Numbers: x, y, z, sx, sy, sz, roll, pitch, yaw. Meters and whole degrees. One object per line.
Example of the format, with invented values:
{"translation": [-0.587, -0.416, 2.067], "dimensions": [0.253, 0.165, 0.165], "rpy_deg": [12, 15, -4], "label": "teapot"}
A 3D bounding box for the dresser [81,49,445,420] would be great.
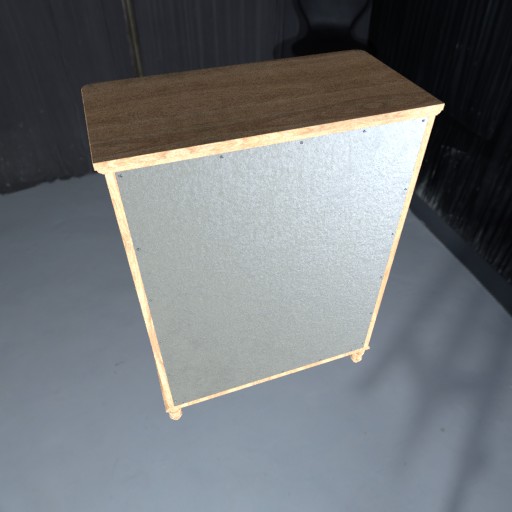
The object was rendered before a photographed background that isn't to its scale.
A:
{"translation": [0.000, 0.000, 1.764], "dimensions": [0.973, 1.318, 0.484], "rpy_deg": [-13, 45, -14], "label": "dresser"}
